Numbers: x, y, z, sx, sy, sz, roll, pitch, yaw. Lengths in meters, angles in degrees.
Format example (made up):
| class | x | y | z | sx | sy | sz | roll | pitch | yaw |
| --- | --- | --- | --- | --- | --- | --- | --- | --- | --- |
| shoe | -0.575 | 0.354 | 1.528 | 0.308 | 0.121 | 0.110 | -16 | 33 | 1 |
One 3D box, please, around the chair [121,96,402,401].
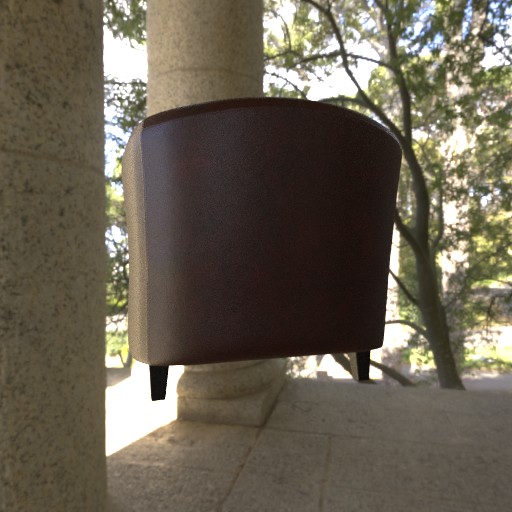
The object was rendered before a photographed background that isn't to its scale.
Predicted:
| class | x | y | z | sx | sy | sz | roll | pitch | yaw |
| --- | --- | --- | --- | --- | --- | --- | --- | --- | --- |
| chair | 0.000 | 0.000 | 1.367 | 0.792 | 0.756 | 0.727 | 0 | 2 | -17 |
